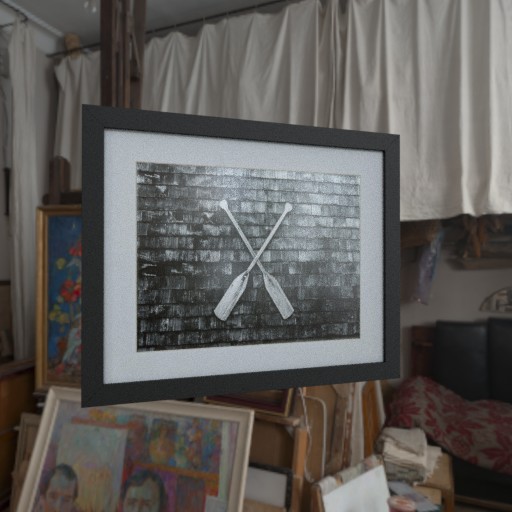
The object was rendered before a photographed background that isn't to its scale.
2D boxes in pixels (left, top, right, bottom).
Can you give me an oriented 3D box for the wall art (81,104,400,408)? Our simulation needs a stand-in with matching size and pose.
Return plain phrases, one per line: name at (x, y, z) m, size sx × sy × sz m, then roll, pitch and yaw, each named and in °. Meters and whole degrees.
wall art at (0.000, 0.000, 0.762) m, size 0.558 × 0.457 × 0.029 m, roll 0°, pitch 0°, yaw -17°
